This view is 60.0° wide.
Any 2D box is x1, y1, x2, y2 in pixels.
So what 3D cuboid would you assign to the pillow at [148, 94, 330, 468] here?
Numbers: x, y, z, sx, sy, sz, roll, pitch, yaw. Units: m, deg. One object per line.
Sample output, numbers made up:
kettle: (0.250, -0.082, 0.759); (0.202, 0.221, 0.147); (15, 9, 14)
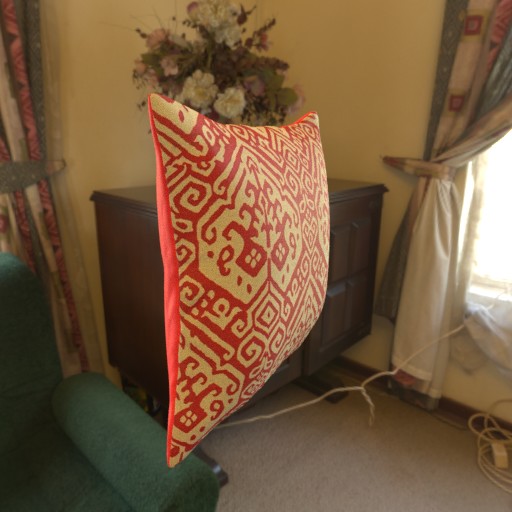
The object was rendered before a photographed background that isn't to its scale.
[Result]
pillow: (0.000, 0.000, 0.782); (0.192, 0.507, 0.522); (8, 17, 27)
